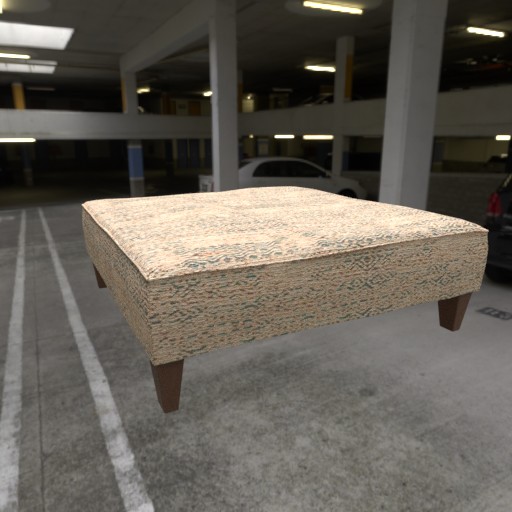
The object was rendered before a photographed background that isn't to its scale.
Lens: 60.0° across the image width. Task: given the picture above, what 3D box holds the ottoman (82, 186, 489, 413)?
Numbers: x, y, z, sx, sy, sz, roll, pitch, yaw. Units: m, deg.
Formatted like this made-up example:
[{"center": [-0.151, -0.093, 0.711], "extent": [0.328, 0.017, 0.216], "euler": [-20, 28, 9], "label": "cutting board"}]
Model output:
[{"center": [0.000, 0.000, 1.481], "extent": [0.968, 0.356, 1.004], "euler": [-8, 17, -26], "label": "ottoman"}]
